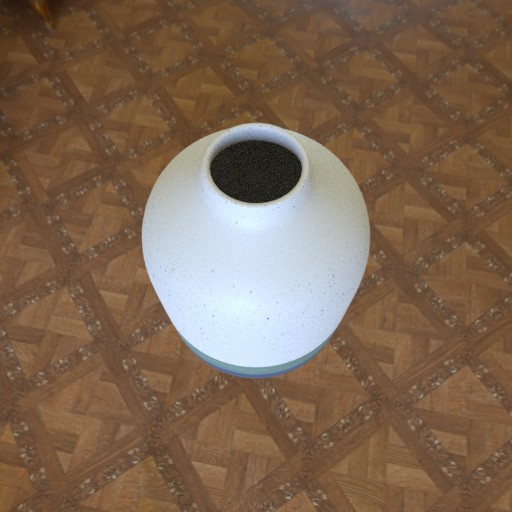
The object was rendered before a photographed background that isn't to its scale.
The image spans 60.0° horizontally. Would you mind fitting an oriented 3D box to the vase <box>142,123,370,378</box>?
[{"bbox_3d":[0.000,0.000,0.366,0.169,0.240,0.169,0,63,0],"label":"vase"}]
